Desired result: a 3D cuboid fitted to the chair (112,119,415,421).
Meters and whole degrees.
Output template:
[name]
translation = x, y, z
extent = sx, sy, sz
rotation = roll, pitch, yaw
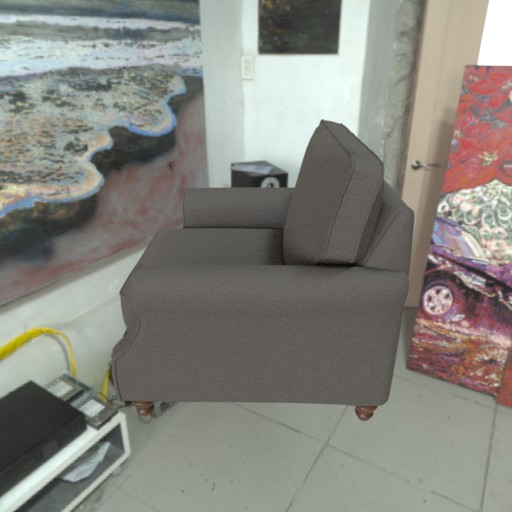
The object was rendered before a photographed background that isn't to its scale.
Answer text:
[chair]
translation = 0.000, 0.000, 1.770
extent = 0.966, 0.967, 1.029
rotation = 1, 24, 1
